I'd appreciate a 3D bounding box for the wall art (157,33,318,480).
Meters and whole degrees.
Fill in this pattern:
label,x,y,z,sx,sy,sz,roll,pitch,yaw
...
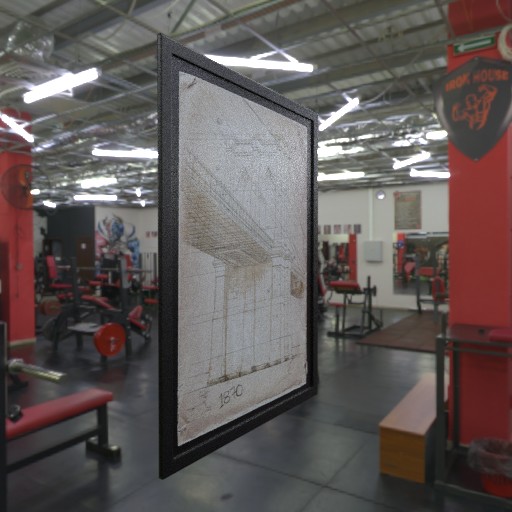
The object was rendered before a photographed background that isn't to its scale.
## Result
label,x,y,z,sx,sy,sz,roll,pitch,yaw
wall art,0.000,0.000,1.248,0.013,0.967,0.707,1,1,36
